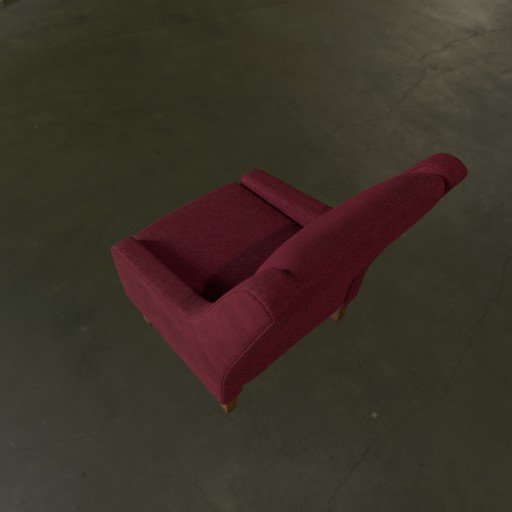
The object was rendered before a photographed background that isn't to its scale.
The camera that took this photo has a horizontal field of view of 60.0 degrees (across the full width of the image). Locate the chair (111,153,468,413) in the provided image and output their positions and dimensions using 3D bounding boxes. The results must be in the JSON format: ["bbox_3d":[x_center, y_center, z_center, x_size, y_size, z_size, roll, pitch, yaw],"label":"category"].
[{"bbox_3d":[0.000,0.000,1.694,0.793,1.017,0.985,-33,55,-27],"label":"chair"}]
